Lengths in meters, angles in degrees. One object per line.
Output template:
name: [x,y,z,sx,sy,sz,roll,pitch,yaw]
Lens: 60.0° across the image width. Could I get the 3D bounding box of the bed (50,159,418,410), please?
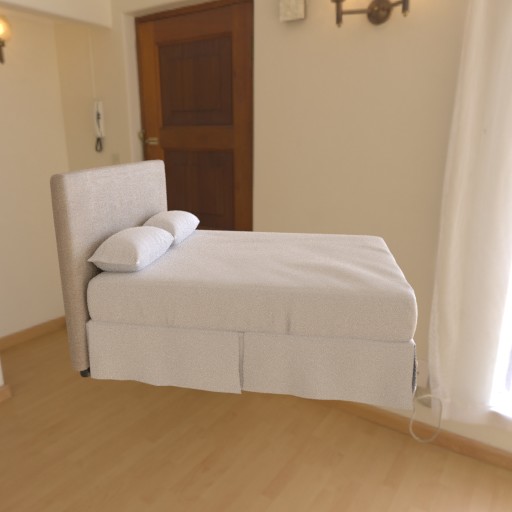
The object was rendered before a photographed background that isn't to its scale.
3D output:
bed: [0.000,0.000,3.316,2.162,1.330,1.713,2,15,8]
